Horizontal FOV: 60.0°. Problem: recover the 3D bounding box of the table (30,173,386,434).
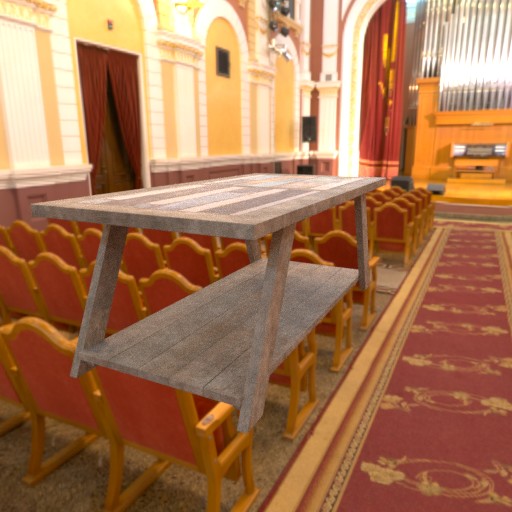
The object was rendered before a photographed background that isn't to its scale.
[{"bbox_3d":[0.000,0.000,1.526,0.610,0.470,1.219,7,16,26],"label":"table"}]
